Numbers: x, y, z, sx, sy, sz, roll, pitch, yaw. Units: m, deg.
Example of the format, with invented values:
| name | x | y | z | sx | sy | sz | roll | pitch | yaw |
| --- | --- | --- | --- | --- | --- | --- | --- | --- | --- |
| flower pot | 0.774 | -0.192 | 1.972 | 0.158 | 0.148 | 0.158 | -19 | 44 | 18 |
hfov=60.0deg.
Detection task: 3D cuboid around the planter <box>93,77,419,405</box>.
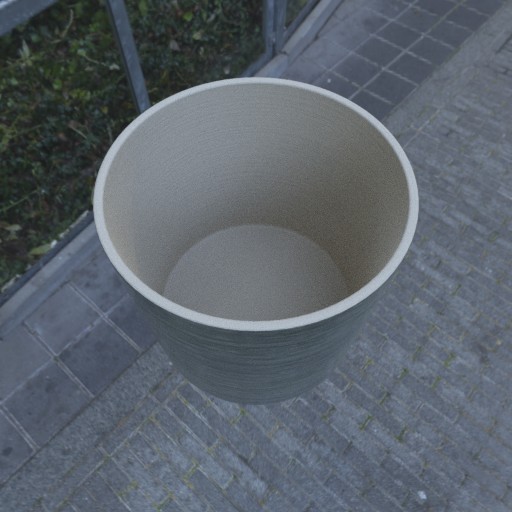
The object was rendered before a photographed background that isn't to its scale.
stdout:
| name | x | y | z | sx | sy | sz | roll | pitch | yaw |
| --- | --- | --- | --- | --- | --- | --- | --- | --- | --- |
| planter | 0.000 | 0.000 | 0.392 | 0.221 | 0.201 | 0.221 | 0 | 59 | 0 |
